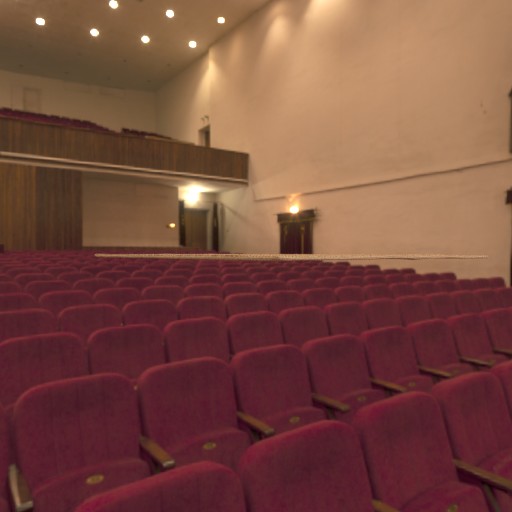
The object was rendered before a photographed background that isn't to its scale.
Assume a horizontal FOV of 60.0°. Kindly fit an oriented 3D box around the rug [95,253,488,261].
[{"bbox_3d":[0.000,0.000,3.075,1.521,0.034,2.438,0,0,-35],"label":"rug"}]
